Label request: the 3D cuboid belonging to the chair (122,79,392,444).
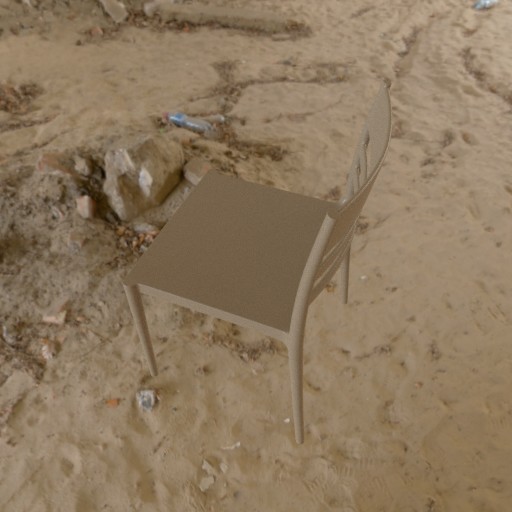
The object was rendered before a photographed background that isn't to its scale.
[{"bbox_3d":[0.000,0.000,1.139,0.511,0.800,0.531,16,49,14],"label":"chair"}]
